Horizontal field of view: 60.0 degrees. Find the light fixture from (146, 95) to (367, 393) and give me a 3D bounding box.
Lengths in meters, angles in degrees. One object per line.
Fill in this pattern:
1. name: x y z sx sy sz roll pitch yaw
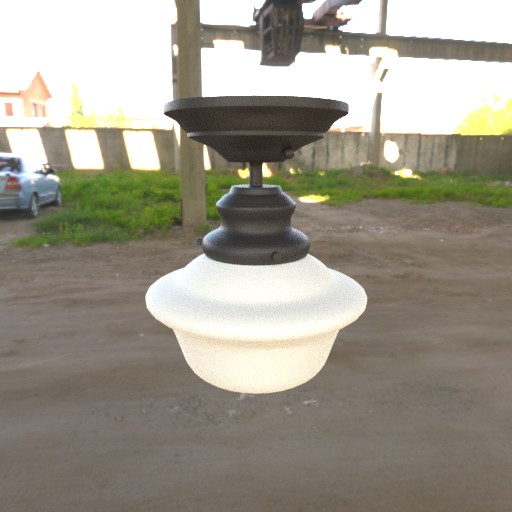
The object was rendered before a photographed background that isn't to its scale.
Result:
1. light fixture: 0.000 0.000 0.395 0.197 0.254 0.197 0 13 0
